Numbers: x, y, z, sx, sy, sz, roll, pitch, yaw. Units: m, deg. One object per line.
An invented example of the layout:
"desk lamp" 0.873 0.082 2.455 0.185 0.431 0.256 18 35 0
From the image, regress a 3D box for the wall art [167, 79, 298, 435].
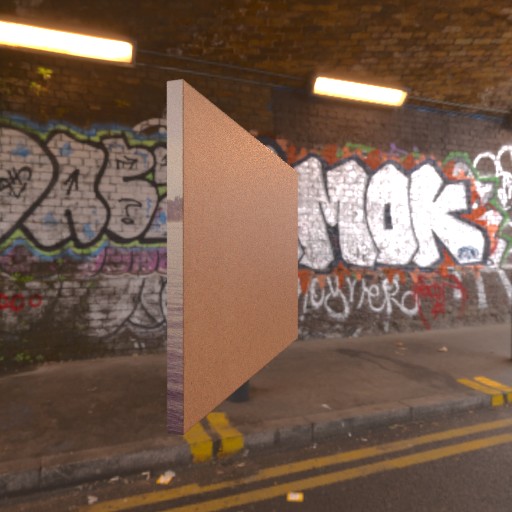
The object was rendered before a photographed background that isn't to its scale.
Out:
"wall art" 0.000 0.000 0.805 0.021 0.410 0.615 0 0 18
